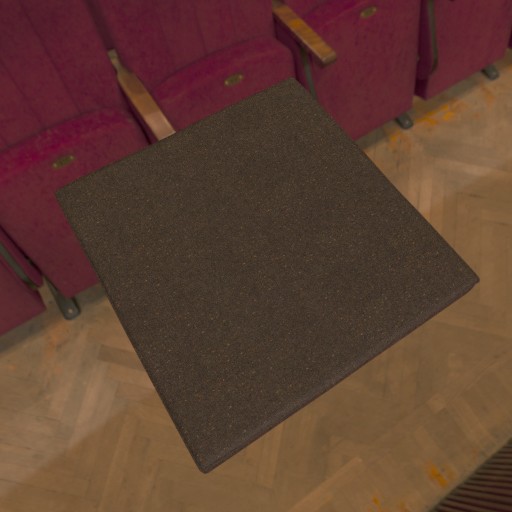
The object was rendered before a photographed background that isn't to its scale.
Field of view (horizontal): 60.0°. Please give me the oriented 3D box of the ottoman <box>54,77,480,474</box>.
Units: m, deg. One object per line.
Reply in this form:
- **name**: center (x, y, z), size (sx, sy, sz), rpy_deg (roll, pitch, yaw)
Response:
- **ottoman**: center (0.000, 0.000, 1.539), size (0.968, 0.382, 1.004), rpy_deg (-30, 68, -13)
